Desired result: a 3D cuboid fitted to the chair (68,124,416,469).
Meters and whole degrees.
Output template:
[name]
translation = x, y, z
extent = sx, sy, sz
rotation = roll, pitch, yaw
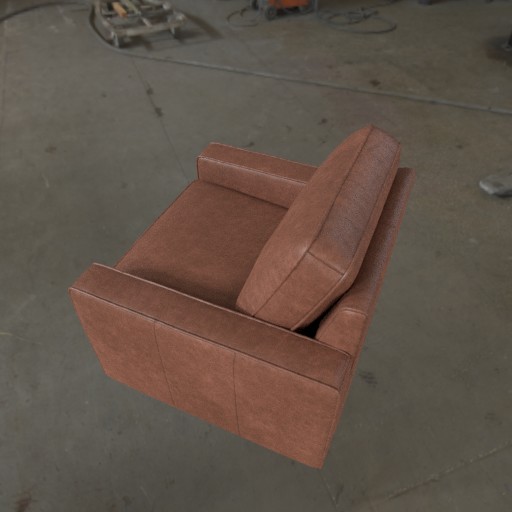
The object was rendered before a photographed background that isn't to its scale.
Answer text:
[chair]
translation = 0.000, 0.000, 1.692
extent = 0.940, 0.919, 1.017
rotation = 17, 47, 17
